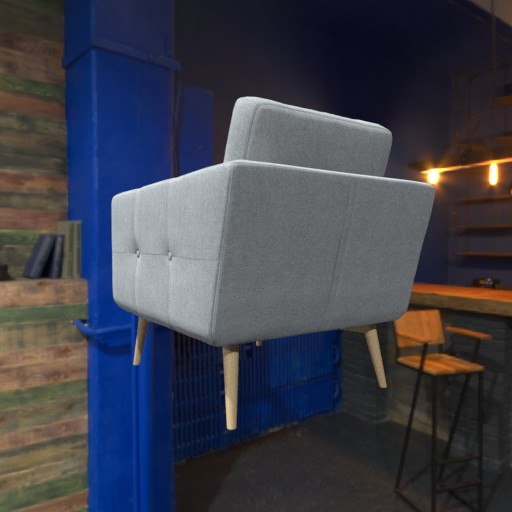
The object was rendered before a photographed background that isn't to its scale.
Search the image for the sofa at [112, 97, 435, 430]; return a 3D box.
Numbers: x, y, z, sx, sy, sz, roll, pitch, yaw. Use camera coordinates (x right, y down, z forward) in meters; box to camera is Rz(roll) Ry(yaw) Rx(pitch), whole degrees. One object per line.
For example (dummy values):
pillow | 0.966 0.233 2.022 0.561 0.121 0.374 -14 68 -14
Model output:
sofa | 0.000 0.000 1.544 0.770 0.860 0.920 -1 2 -34
